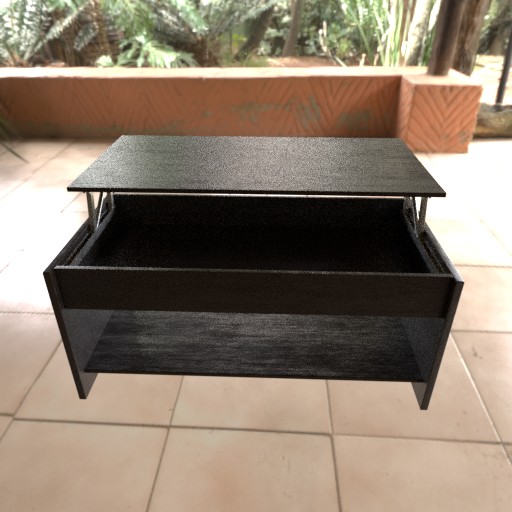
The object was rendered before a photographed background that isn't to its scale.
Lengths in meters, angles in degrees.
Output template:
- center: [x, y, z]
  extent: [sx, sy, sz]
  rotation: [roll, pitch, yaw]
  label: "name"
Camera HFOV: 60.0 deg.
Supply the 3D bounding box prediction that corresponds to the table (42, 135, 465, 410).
- center: [0.000, 0.000, 1.429]
  extent: [1.000, 0.570, 0.712]
  rotation: [1, 31, 2]
  label: "table"
